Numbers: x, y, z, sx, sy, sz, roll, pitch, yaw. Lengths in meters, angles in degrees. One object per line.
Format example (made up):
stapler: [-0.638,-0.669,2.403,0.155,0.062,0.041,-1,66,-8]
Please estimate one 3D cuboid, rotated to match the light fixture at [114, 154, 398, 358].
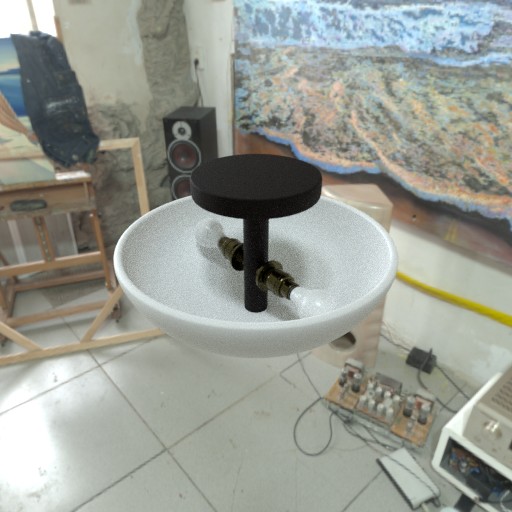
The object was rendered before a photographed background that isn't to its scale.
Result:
light fixture: [0.000,0.000,0.544,0.331,0.212,0.331,0,31,0]
